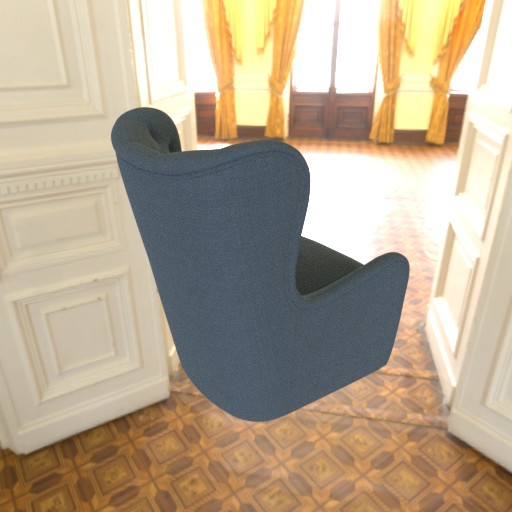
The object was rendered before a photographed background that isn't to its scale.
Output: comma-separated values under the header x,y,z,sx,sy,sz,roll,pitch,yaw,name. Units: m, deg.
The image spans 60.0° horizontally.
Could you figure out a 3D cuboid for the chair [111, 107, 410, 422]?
x,y,z,sx,sy,sz,roll,pitch,yaw,name
0.000,0.000,1.747,0.930,1.079,0.831,-18,31,-32,chair
